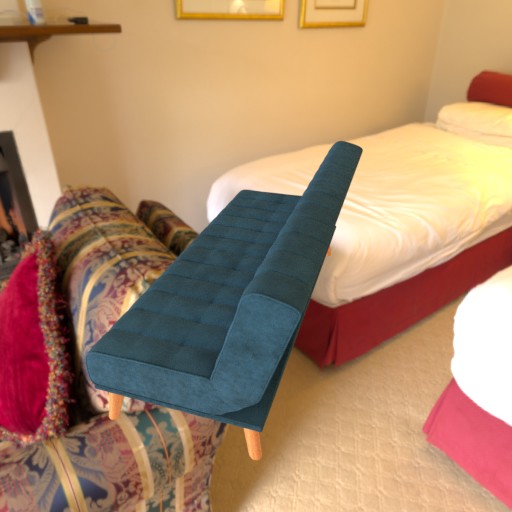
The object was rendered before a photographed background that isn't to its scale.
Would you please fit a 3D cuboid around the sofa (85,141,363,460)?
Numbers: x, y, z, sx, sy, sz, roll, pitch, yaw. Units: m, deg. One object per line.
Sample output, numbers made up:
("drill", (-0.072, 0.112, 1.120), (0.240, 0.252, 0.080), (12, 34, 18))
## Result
("sofa", (0.000, 0.000, 2.354), (0.855, 0.813, 1.804), (9, 31, 15))
